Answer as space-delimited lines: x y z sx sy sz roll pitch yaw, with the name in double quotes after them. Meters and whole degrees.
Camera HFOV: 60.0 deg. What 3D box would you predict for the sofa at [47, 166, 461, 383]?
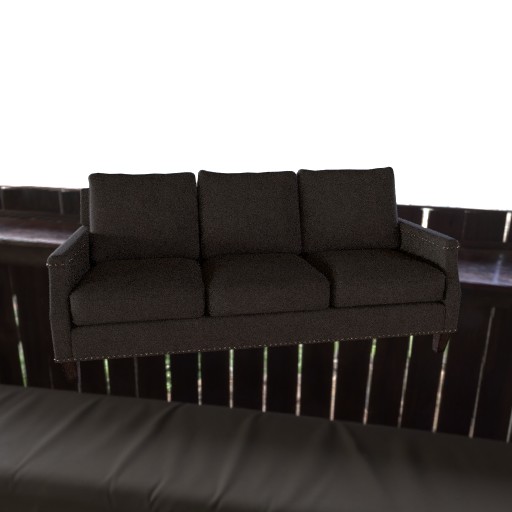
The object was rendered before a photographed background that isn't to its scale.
0.000 0.000 2.766 2.226 1.042 1.034 -2 16 -9 "sofa"
